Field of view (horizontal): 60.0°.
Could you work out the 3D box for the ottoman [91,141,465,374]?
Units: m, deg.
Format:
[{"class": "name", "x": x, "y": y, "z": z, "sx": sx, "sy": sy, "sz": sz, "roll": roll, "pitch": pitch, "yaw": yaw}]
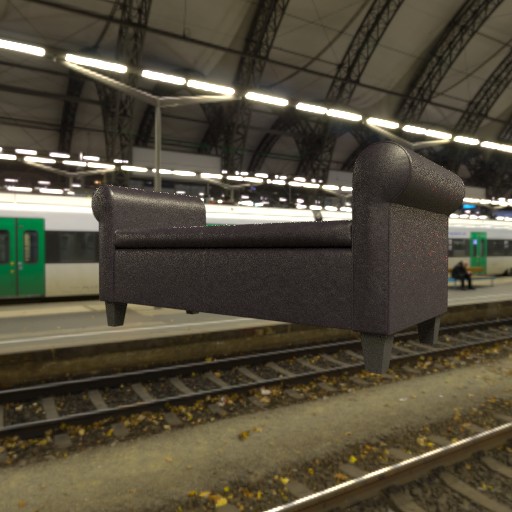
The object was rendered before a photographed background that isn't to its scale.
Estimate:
[{"class": "ottoman", "x": 0.000, "y": 0.000, "z": 1.563, "sx": 1.256, "sy": 0.547, "sz": 0.521, "roll": 1, "pitch": 1, "yaw": 38}]
